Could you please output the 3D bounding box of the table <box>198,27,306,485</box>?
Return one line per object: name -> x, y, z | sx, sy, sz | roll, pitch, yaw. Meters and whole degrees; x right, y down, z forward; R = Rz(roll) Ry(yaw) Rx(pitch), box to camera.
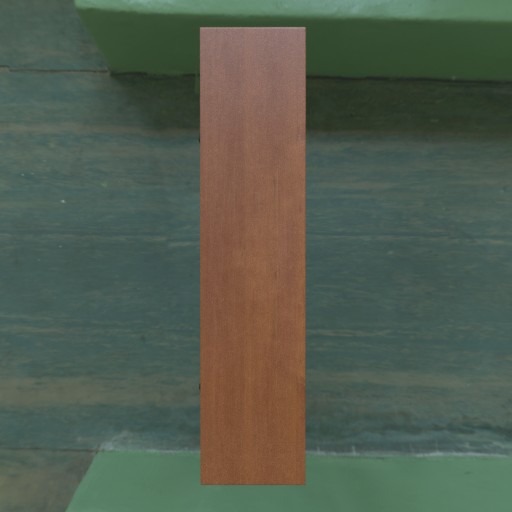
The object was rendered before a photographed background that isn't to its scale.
table -> 0.000, 0.000, 1.527 | 0.308, 0.698, 1.220 | 0, 91, 0
